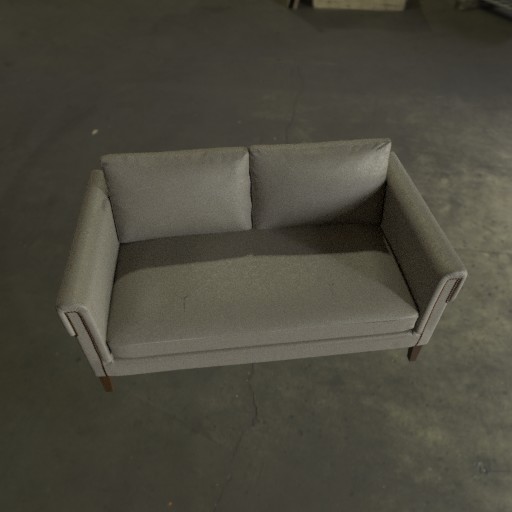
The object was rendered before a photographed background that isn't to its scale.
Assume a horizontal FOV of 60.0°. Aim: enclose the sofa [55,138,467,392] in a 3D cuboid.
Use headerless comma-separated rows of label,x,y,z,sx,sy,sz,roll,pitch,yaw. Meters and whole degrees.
sofa,0.000,0.000,2.143,1.598,0.873,0.899,-5,45,-5
